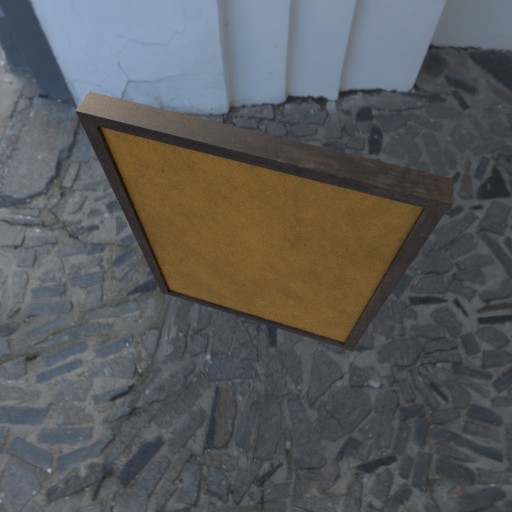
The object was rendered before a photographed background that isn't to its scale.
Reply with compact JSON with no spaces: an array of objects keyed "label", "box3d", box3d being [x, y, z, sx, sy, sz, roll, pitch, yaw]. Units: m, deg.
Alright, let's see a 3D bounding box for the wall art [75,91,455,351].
[{"label":"wall art","box3d":[0.000,0.000,0.555,0.329,0.406,0.027,16,63,8]}]
